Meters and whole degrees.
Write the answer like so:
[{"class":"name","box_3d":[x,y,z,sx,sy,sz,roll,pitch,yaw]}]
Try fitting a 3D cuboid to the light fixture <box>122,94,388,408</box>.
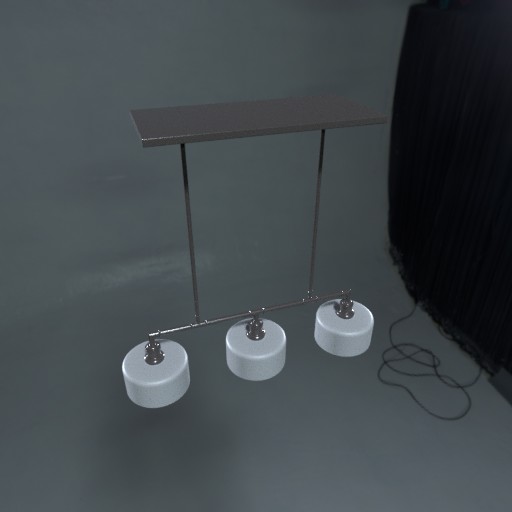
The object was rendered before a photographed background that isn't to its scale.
[{"class":"light fixture","box_3d":[0.000,0.000,0.880,0.582,0.557,0.177,-10,33,-16]}]
